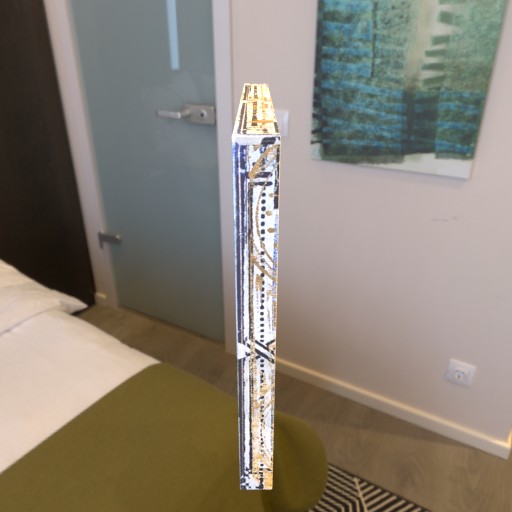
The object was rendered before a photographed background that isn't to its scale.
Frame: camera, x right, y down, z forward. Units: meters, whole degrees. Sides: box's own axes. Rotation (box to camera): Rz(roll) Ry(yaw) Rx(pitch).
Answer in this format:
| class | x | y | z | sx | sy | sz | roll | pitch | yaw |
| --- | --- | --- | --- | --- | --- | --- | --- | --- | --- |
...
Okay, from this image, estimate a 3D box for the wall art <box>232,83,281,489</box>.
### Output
| class | x | y | z | sx | sy | sz | roll | pitch | yaw |
| --- | --- | --- | --- | --- | --- | --- | --- | --- | --- |
| wall art | 0.000 | 0.000 | 0.614 | 0.038 | 0.410 | 0.411 | 0 | 26 | 0 |
